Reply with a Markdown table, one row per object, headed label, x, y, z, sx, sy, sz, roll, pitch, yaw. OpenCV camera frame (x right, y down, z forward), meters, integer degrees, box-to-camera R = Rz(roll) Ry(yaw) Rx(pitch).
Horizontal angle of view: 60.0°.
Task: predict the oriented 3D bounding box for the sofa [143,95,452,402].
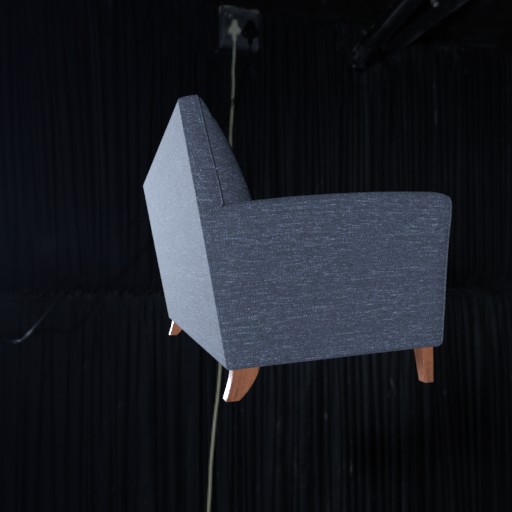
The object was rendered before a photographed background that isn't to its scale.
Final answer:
| label | x | y | z | sx | sy | sz | roll | pitch | yaw |
| --- | --- | --- | --- | --- | --- | --- | --- | --- | --- |
| sofa | 0.000 | 0.000 | 1.945 | 0.875 | 0.846 | 1.420 | 0 | -1 | -18 |
